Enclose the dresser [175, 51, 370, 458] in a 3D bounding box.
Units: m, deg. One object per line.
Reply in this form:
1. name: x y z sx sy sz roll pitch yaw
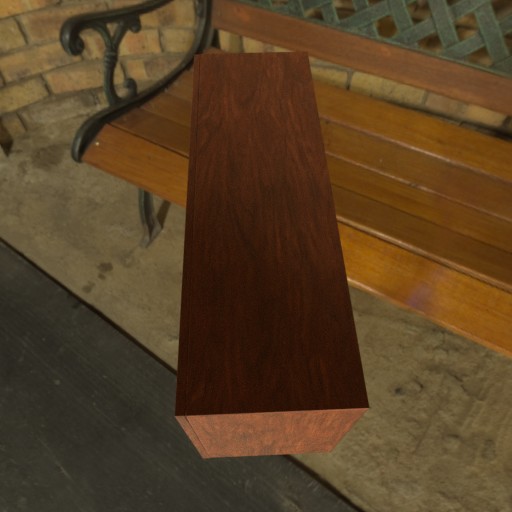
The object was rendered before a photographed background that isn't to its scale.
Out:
1. dresser: 0.000 0.000 1.857 0.500 0.889 1.472 -2 58 -1
